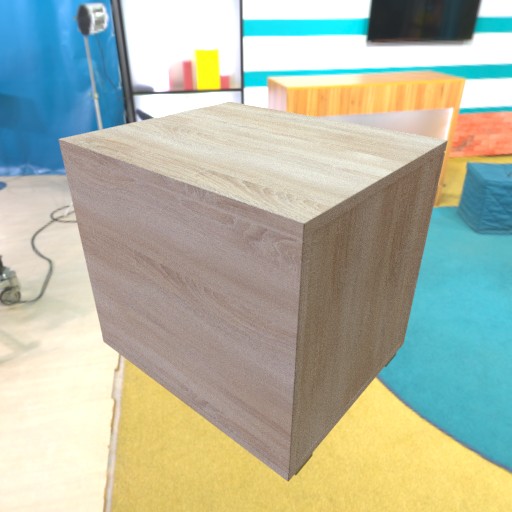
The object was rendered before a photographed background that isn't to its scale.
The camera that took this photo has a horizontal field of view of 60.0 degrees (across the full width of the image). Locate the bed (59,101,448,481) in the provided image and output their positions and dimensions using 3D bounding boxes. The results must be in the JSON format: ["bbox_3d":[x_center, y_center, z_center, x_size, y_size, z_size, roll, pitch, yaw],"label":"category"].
[{"bbox_3d":[0.000,0.000,0.791,0.460,0.420,0.401,23,37,34],"label":"bed"}]
